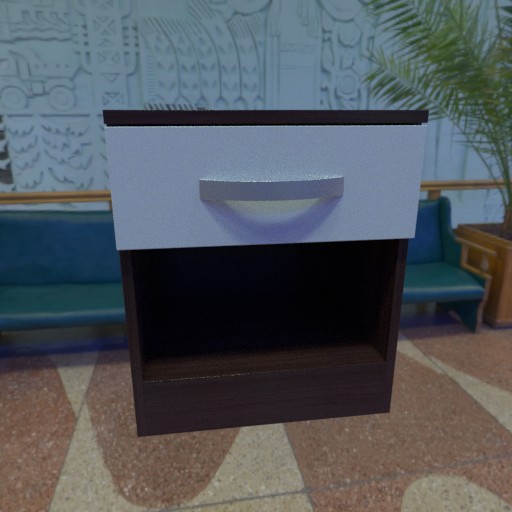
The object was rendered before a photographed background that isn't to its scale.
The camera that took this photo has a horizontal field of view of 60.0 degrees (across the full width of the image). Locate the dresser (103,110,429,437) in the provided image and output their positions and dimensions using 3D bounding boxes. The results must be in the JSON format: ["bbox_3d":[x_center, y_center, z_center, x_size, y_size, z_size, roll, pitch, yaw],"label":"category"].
[{"bbox_3d":[0.000,0.000,0.752,0.400,0.470,0.360,-3,18,-8],"label":"dresser"}]
